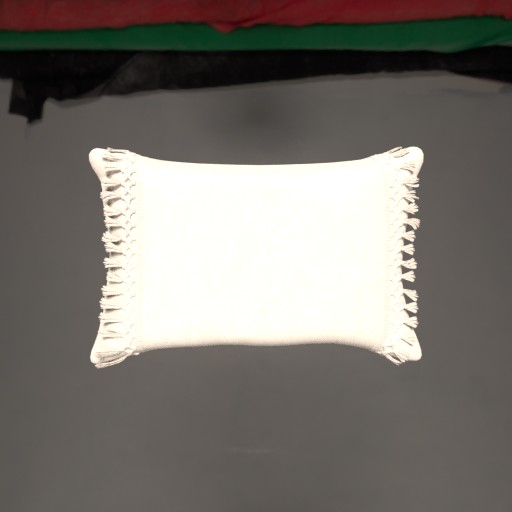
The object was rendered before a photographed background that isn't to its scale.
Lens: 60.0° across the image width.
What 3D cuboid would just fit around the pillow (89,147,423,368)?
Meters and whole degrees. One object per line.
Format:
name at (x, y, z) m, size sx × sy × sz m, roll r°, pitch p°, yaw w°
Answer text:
pillow at (0.000, 0.000, 0.616) m, size 0.466 × 0.305 × 0.084 m, roll 0°, pitch 0°, yaw 0°
